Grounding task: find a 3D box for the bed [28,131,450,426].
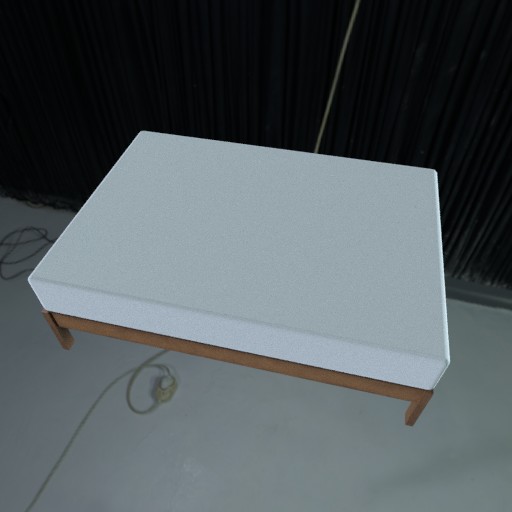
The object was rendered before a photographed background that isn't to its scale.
[{"bbox_3d":[0.000,0.000,2.587,1.927,0.616,1.348,10,48,9],"label":"bed"}]
